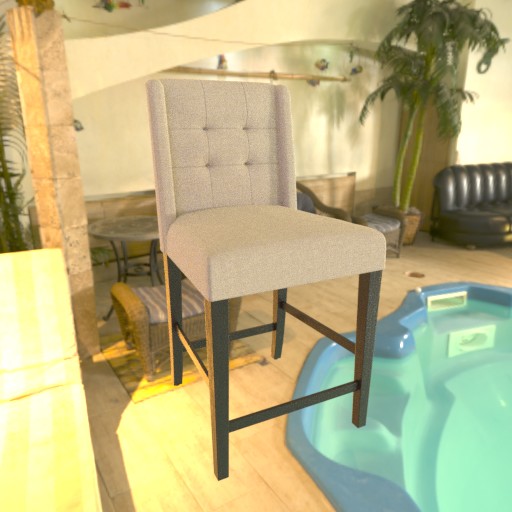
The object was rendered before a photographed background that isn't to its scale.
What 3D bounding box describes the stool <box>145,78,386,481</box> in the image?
[{"bbox_3d":[0.000,0.000,1.223,0.474,0.939,0.509,-8,19,-26],"label":"stool"}]
